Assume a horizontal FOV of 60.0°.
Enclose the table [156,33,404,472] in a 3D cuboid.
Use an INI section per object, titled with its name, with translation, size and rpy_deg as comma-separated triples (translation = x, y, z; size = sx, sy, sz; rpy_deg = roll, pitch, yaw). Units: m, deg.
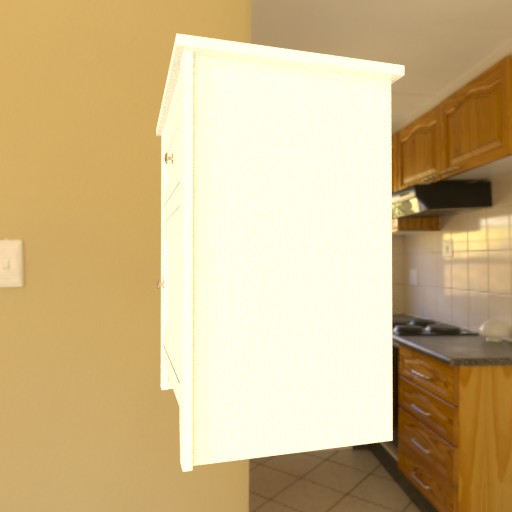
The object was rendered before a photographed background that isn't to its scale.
[table]
translation = 0.000, 0.000, 0.918
size = 0.381, 0.635, 0.480
rpy_deg = 0, -1, -16
